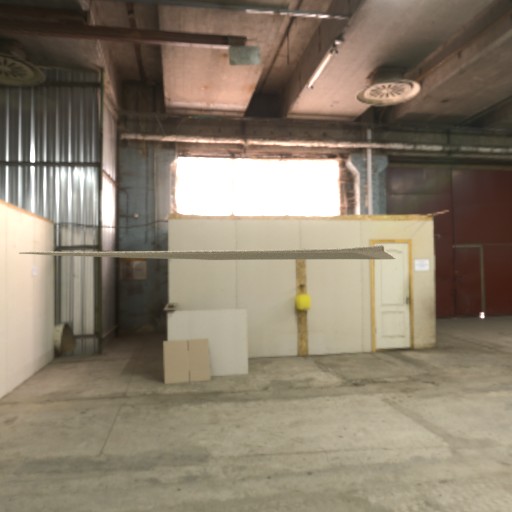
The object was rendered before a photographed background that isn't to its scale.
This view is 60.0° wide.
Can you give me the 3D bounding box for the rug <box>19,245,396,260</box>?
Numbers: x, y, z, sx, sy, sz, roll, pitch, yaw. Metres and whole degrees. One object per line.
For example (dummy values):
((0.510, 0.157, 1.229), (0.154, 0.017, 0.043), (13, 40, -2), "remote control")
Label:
((0.000, 0.000, 3.868), (2.277, 0.035, 2.897), (0, -1, 19), "rug")
